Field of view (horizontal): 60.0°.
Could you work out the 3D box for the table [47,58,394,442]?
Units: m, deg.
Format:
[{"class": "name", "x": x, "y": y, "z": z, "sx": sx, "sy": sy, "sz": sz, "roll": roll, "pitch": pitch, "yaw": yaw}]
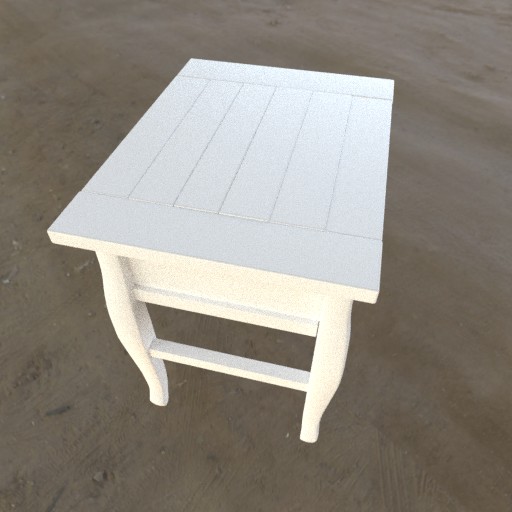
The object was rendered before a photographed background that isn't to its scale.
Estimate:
[{"class": "table", "x": 0.000, "y": 0.000, "z": 1.005, "sx": 0.463, "sy": 0.605, "sz": 0.599, "roll": 10, "pitch": 47, "yaw": 9}]
